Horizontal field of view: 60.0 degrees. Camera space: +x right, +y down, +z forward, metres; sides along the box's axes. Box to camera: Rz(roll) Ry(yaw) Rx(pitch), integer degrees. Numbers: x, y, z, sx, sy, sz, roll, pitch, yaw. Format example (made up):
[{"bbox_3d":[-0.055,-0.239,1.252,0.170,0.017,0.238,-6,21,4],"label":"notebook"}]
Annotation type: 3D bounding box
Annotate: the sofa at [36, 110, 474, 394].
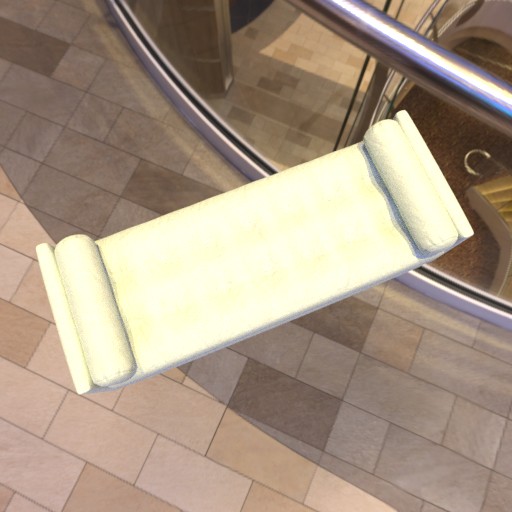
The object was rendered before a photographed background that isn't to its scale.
[{"bbox_3d":[0.000,0.000,2.504,2.102,0.705,0.796,-21,76,-5],"label":"sofa"}]
